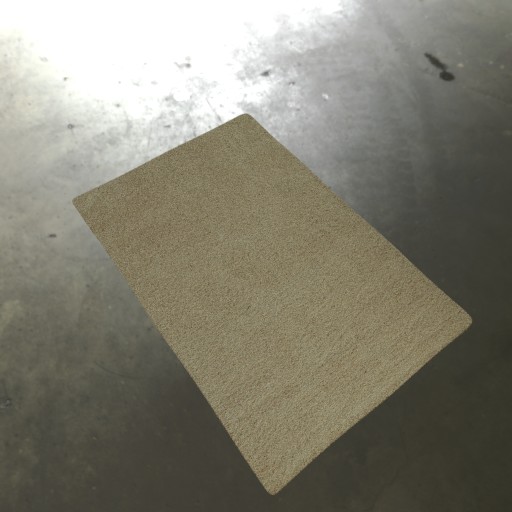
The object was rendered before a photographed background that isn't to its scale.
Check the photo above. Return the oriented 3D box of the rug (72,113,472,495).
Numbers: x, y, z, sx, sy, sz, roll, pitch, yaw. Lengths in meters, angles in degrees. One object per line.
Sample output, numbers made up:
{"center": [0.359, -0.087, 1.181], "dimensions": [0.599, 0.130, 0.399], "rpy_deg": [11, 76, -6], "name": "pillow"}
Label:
{"center": [0.000, 0.000, 3.374], "dimensions": [1.801, 0.024, 2.700], "rpy_deg": [-32, 63, -19], "name": "rug"}
